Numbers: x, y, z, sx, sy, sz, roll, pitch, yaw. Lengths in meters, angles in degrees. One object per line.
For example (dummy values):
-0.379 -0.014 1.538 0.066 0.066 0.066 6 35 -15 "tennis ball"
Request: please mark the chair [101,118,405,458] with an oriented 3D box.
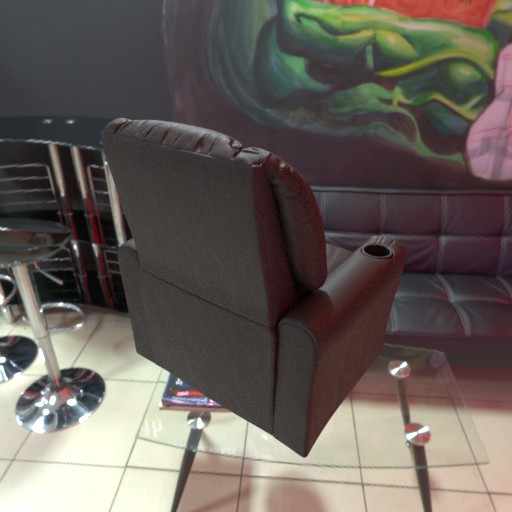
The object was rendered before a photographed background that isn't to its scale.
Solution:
0.000 0.000 1.103 0.610 0.709 0.521 20 35 32 "chair"
